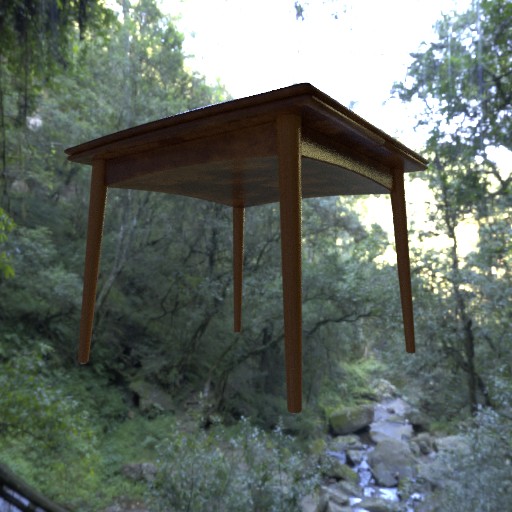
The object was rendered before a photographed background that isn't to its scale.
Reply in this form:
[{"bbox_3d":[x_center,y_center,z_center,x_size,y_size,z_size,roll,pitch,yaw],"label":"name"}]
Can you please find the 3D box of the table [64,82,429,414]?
[{"bbox_3d":[0.000,0.000,1.639,0.991,0.754,0.991,-1,-1,37],"label":"table"}]
